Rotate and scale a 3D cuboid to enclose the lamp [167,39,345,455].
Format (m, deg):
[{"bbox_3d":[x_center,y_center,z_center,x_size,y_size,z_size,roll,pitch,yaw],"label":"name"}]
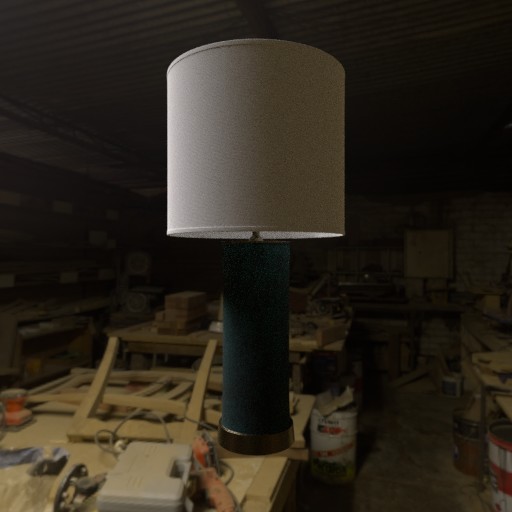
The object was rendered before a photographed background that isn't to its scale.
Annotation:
[{"bbox_3d":[0.000,0.000,0.765,0.301,0.630,0.301,0,0,17],"label":"lamp"}]
